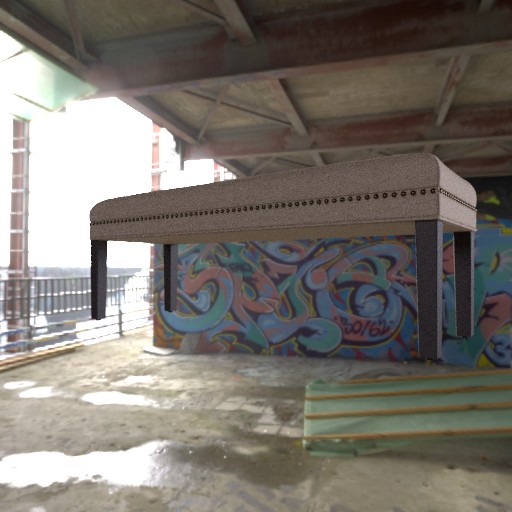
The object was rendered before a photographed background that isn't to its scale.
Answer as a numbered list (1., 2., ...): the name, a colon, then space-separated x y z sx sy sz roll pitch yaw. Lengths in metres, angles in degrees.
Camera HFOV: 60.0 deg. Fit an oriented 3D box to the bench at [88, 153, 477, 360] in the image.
1. bench: 0.000 0.000 1.417 1.219 0.457 0.410 -1 -2 36
